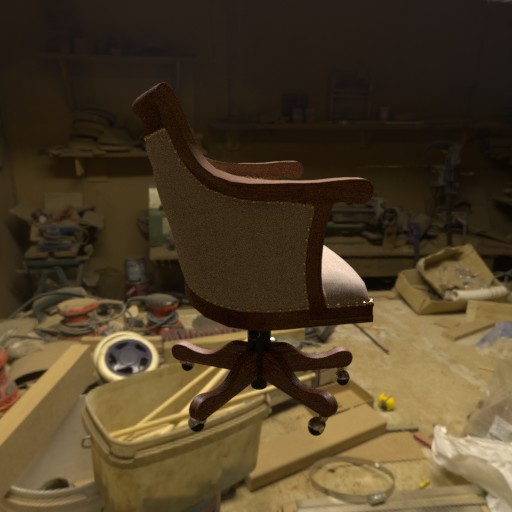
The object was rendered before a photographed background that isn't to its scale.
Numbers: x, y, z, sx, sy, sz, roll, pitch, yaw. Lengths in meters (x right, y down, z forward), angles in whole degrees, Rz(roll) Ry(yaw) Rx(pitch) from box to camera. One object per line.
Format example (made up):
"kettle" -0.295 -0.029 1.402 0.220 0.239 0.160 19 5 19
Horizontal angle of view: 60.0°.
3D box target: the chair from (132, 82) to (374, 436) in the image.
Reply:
"chair" 0.000 0.000 1.406 0.689 0.965 0.656 -3 16 -10
